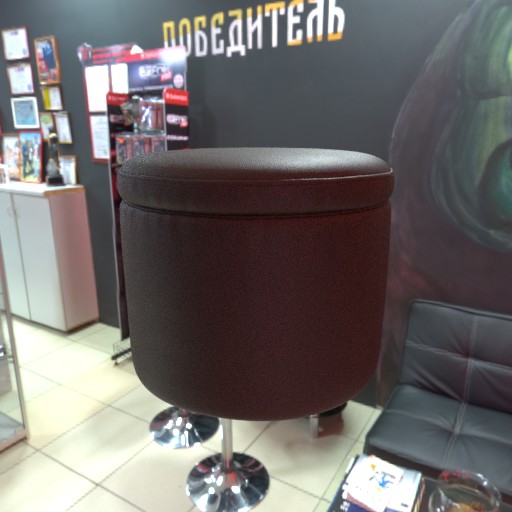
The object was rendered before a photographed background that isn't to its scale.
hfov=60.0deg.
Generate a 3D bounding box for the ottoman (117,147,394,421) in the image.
[{"bbox_3d":[0.000,0.000,0.870,0.500,0.409,0.500,0,15,0],"label":"ottoman"}]
